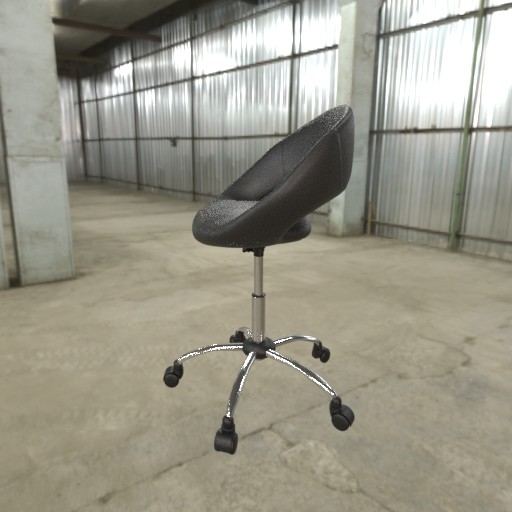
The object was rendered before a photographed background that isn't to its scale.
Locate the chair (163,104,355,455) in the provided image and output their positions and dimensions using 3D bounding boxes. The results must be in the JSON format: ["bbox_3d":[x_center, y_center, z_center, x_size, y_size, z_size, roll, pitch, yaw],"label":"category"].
[{"bbox_3d":[0.000,0.000,1.213,0.538,0.791,0.612,-2,13,-9],"label":"chair"}]
